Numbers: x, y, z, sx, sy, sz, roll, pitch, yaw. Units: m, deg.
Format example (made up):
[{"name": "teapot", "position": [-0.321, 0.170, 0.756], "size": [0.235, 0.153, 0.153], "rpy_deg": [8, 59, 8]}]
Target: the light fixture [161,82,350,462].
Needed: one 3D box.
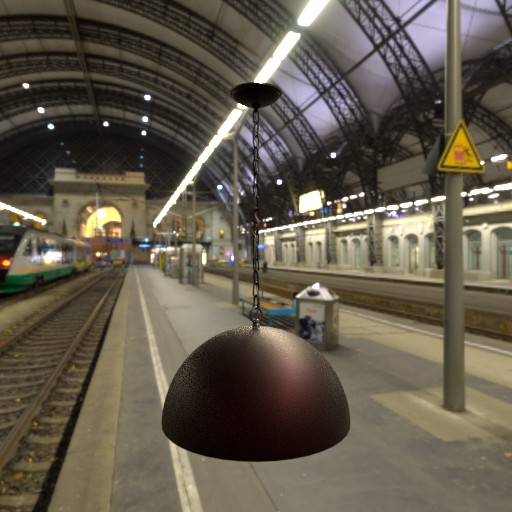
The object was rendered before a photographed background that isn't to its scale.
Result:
[{"name": "light fixture", "position": [0.000, 0.000, 1.178], "size": [0.492, 0.869, 0.492], "rpy_deg": [0, 0, -37]}]
